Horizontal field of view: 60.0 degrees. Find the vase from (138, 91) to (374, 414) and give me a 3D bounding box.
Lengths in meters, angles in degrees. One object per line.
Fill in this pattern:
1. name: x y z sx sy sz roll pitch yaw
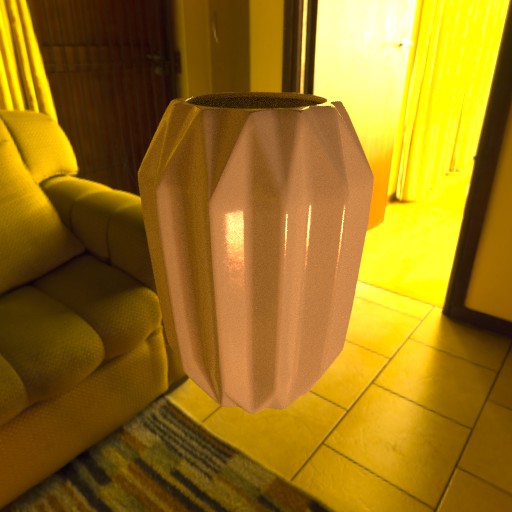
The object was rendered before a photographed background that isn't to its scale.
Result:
1. vase: 0.000 0.000 0.410 0.195 0.275 0.195 0 26 0
